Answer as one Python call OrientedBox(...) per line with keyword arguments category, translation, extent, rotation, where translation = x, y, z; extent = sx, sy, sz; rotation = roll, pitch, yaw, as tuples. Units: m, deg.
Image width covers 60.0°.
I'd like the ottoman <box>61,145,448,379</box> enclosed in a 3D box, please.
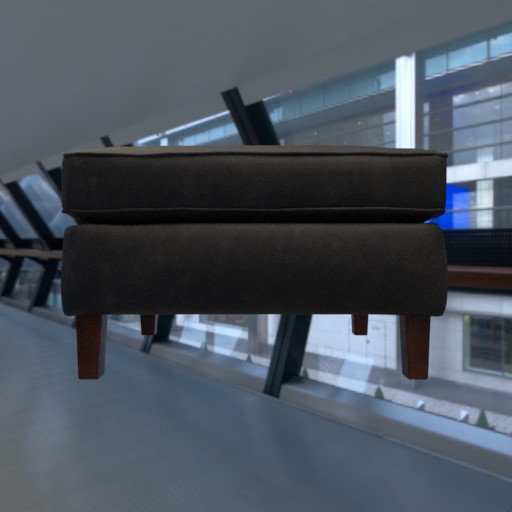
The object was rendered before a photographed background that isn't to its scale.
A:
OrientedBox(category="ottoman", translation=(0.000, 0.000, 0.958), extent=(0.665, 0.413, 0.501), rotation=(0, 0, 0))
